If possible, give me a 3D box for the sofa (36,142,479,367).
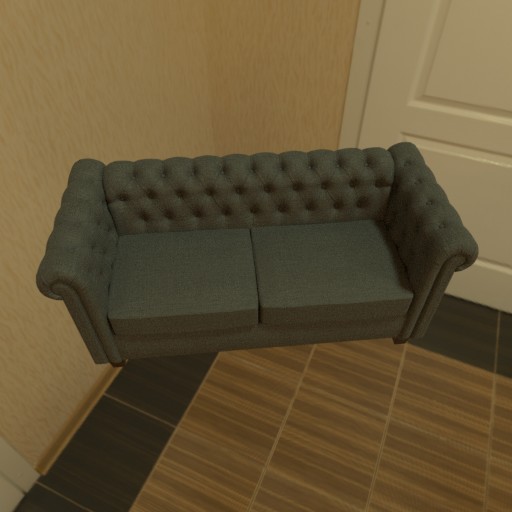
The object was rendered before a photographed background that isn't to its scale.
[{"bbox_3d":[0.000,0.000,2.253,1.798,0.797,0.783,-4,46,-4],"label":"sofa"}]
